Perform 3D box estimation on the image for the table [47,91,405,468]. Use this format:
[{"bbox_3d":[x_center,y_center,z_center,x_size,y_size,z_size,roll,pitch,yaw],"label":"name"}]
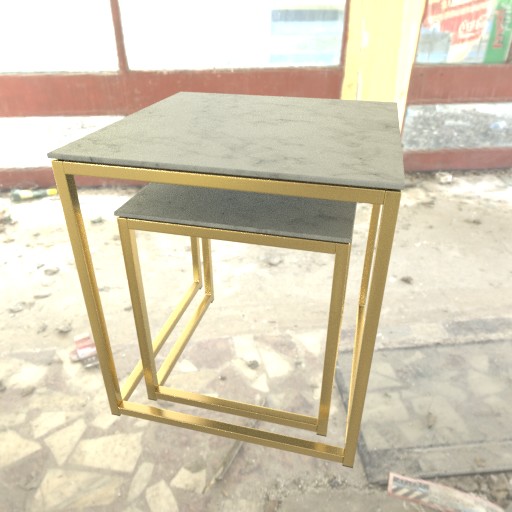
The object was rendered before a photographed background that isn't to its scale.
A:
[{"bbox_3d":[0.000,0.000,0.844,0.450,0.500,0.450,7,31,12],"label":"table"}]
